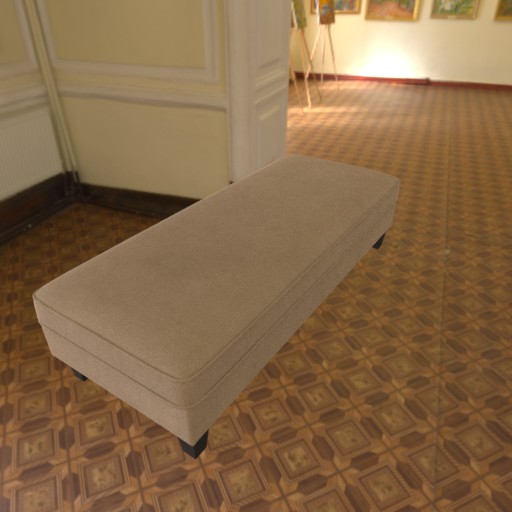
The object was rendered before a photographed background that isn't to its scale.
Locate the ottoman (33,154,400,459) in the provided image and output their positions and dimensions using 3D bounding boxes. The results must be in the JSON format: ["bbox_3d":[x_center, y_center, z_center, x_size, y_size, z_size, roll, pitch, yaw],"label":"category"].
[{"bbox_3d":[0.000,0.000,1.988,0.735,0.460,1.726,19,36,29],"label":"ottoman"}]
